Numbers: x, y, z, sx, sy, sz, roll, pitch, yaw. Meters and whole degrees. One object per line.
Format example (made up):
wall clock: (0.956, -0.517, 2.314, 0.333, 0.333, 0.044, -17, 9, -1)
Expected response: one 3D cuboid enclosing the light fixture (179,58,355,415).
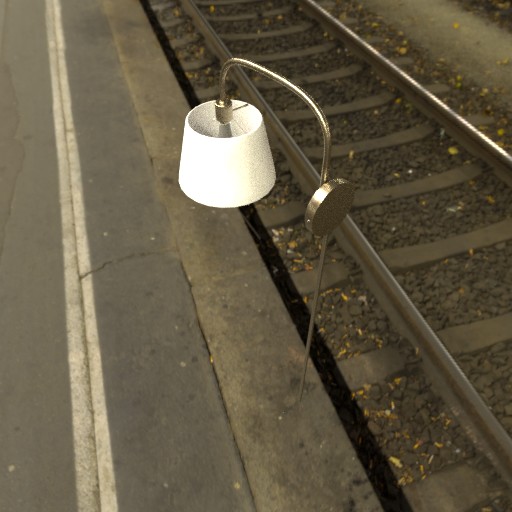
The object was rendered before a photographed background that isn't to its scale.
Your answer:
light fixture: (0.000, 0.000, 0.459, 0.092, 0.399, 0.176, -32, 55, -26)
